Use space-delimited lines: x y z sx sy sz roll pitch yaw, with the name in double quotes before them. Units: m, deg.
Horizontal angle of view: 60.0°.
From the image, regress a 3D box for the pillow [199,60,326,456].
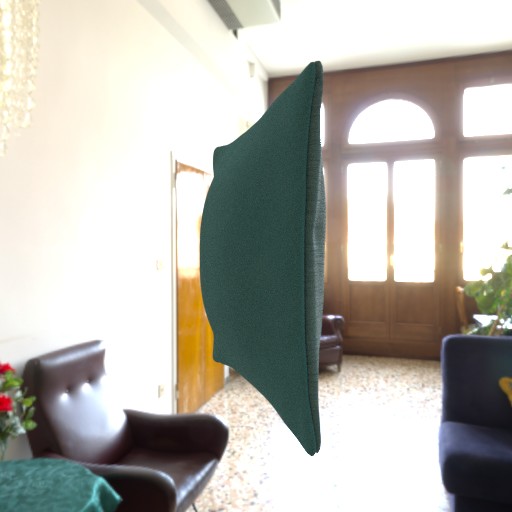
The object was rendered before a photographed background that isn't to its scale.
"pillow" 0.000 0.000 0.663 0.151 0.415 0.433 0 1 -19
